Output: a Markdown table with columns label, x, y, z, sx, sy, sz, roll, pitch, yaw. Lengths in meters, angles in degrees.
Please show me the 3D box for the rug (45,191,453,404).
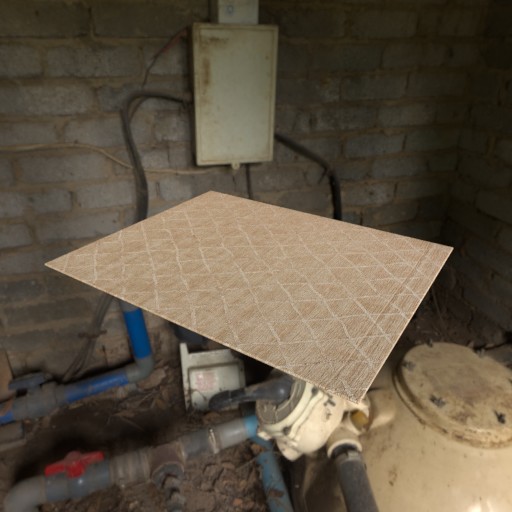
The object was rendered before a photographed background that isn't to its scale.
| label | x | y | z | sx | sy | sz | roll | pitch | yaw |
| --- | --- | --- | --- | --- | --- | --- | --- | --- | --- |
| rug | 0.000 | 0.000 | 4.201 | 3.039 | 0.019 | 2.420 | 17 | 32 | 29 |
